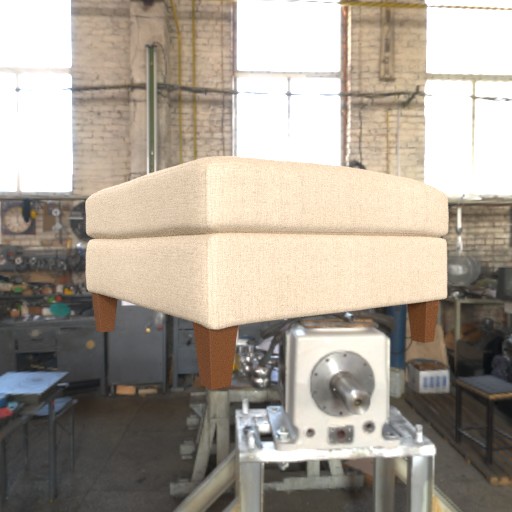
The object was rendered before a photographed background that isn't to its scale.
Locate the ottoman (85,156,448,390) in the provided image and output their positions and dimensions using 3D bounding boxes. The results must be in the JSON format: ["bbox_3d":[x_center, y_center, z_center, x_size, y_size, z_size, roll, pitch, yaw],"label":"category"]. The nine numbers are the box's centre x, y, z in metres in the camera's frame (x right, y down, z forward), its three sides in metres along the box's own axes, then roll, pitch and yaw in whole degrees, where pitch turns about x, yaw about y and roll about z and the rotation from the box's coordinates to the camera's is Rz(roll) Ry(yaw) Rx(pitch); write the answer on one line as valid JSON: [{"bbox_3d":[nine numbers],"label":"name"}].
[{"bbox_3d":[0.000,0.000,1.396,0.838,0.503,0.838,-1,2,-36],"label":"ottoman"}]
